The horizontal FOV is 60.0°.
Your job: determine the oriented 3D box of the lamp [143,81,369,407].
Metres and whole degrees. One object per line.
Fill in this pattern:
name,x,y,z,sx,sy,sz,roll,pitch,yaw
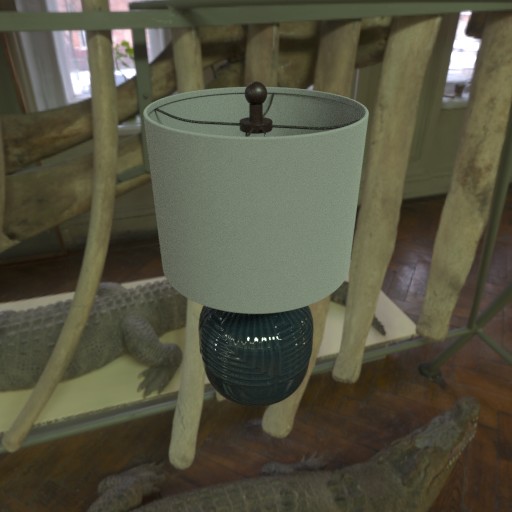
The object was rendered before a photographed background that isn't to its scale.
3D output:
lamp,0.000,0.000,0.765,0.318,0.567,0.318,0,31,0
